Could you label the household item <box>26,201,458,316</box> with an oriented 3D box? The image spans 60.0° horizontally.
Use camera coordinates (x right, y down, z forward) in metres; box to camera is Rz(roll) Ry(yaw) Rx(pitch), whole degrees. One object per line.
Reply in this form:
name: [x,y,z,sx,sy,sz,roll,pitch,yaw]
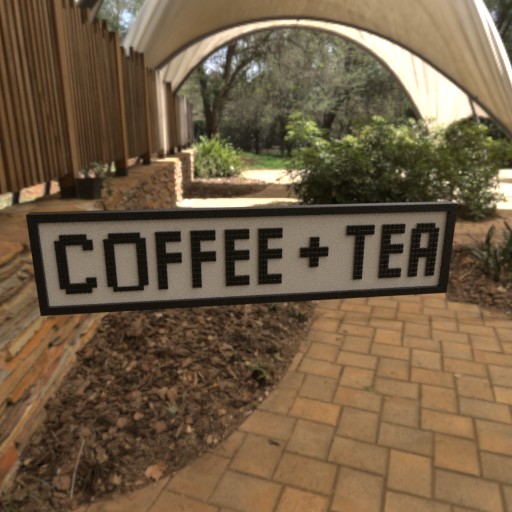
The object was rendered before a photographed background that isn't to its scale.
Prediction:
household item: [0.000,0.000,1.067,1.001,0.236,0.030,-2,16,-8]
